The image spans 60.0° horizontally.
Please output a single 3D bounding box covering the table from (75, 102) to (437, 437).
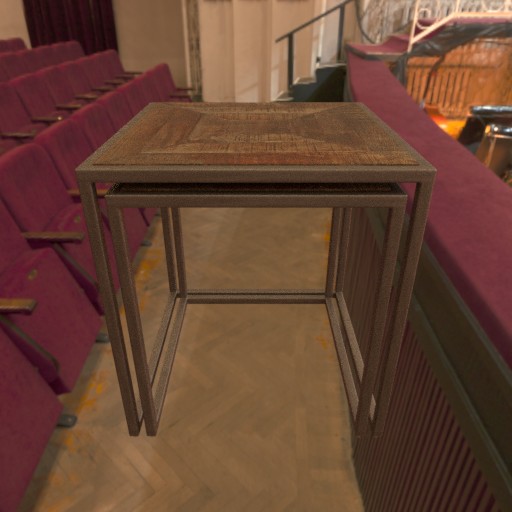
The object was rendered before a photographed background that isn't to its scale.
[{"bbox_3d":[0.000,0.000,0.864,0.450,0.500,0.449,0,29,0],"label":"table"}]
